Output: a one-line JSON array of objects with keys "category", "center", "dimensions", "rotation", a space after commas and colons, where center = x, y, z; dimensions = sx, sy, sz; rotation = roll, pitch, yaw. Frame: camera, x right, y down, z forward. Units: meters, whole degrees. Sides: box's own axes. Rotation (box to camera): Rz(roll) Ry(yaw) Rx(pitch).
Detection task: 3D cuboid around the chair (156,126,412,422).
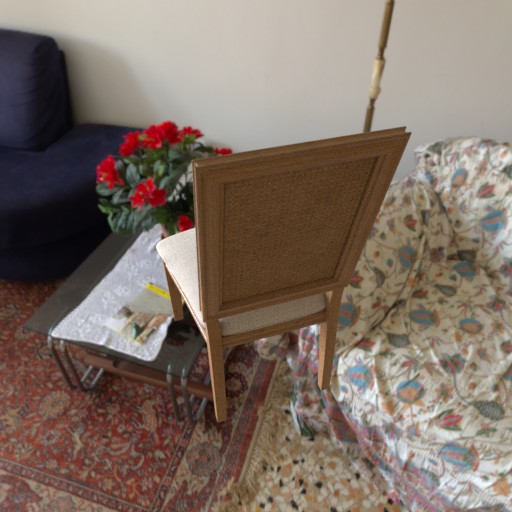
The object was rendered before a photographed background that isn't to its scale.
[{"category": "chair", "center": [0.000, 0.000, 1.313], "dimensions": [0.536, 0.988, 0.601], "rotation": [-12, 42, -14]}]
